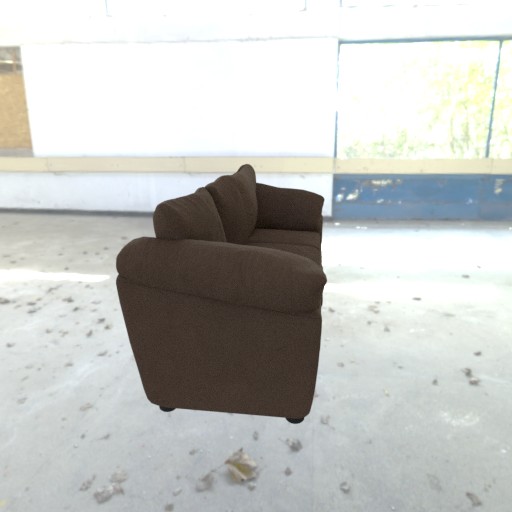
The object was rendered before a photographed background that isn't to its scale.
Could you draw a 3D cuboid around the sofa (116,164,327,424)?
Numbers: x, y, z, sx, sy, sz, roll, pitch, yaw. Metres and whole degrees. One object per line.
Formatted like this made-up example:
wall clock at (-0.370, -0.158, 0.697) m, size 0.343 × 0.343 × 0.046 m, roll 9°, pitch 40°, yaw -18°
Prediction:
sofa at (0.000, 0.000, 2.885) m, size 0.878 × 1.015 × 2.336 m, roll 2°, pitch 16°, yaw 8°
